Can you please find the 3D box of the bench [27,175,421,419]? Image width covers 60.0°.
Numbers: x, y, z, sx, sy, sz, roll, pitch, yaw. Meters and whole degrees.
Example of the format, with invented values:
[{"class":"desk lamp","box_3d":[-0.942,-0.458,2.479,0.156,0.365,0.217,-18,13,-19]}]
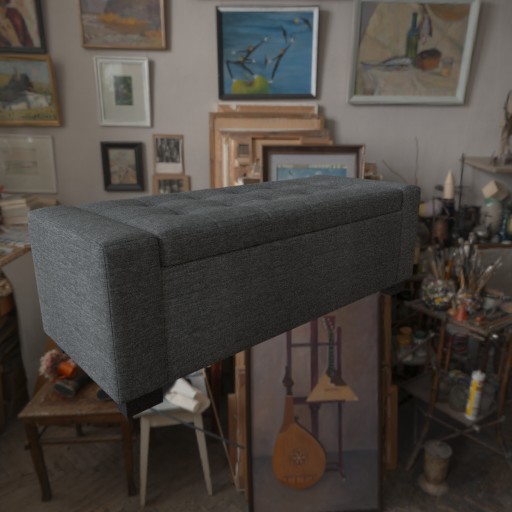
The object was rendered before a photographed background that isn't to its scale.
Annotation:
[{"class":"bench","box_3d":[0.000,0.000,1.538,1.296,0.445,0.508,-15,22,-40]}]
